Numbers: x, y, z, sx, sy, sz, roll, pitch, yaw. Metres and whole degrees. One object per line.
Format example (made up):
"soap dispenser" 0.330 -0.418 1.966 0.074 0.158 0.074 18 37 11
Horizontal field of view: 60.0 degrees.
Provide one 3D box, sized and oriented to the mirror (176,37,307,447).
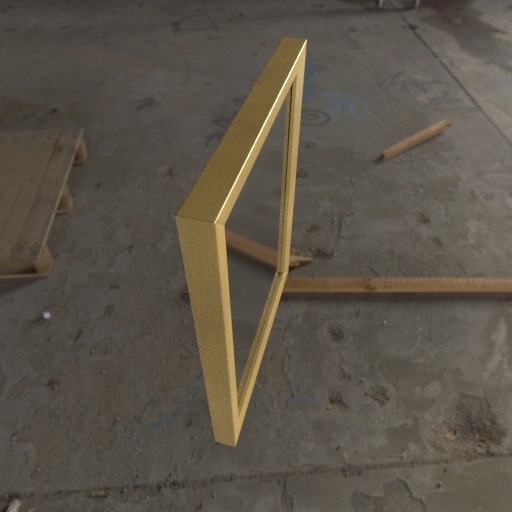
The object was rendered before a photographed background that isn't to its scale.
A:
"mirror" 0.000 0.000 0.694 0.041 0.508 0.405 11 48 10
